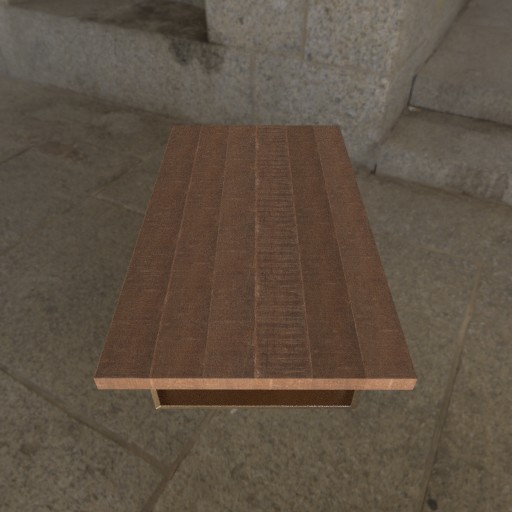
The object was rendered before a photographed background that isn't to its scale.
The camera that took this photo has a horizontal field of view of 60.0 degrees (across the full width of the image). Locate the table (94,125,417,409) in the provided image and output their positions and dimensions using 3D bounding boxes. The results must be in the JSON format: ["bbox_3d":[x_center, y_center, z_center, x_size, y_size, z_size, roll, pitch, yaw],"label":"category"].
[{"bbox_3d":[0.000,0.000,1.761,0.800,0.440,1.400,0,42,0],"label":"table"}]
